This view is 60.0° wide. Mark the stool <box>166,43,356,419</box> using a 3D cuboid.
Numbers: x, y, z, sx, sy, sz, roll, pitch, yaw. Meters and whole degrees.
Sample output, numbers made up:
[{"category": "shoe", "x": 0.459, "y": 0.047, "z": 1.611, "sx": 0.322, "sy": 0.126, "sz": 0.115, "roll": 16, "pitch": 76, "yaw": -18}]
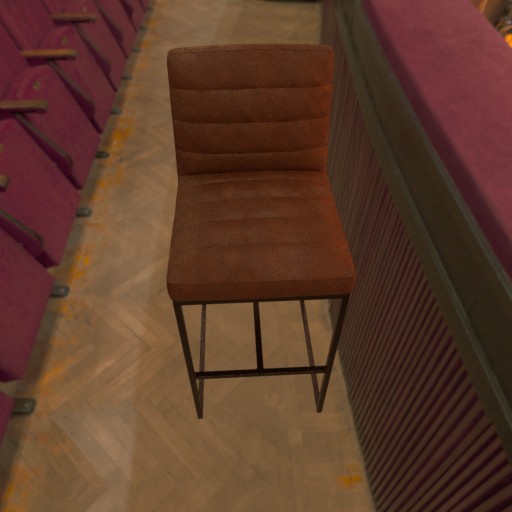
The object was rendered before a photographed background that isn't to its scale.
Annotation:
[{"category": "stool", "x": 0.000, "y": 0.000, "z": 1.366, "sx": 0.463, "sy": 1.065, "sz": 0.562, "roll": -2, "pitch": 46, "yaw": -2}]
